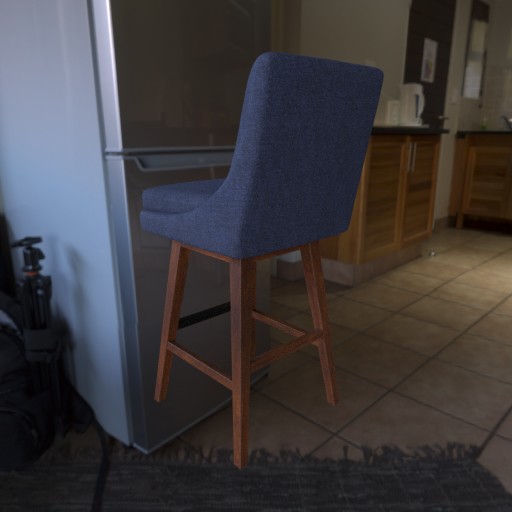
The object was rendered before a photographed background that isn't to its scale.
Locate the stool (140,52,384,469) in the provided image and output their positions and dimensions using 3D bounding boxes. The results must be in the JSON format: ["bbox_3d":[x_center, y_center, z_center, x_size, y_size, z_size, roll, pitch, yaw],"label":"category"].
[{"bbox_3d":[0.000,0.000,1.367,0.489,1.068,0.572,-15,22,-41],"label":"stool"}]
